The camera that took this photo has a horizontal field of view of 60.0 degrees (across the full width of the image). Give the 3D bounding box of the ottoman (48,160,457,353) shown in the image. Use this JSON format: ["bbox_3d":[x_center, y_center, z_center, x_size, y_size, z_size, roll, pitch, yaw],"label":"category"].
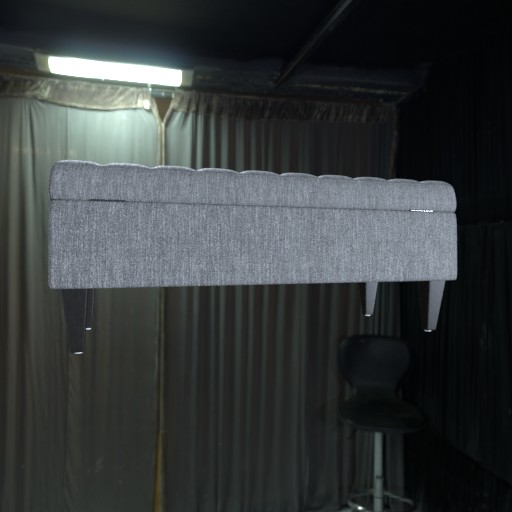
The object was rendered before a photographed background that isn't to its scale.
[{"bbox_3d":[0.000,0.000,1.405,1.151,0.469,0.482,0,1,-17],"label":"ottoman"}]
